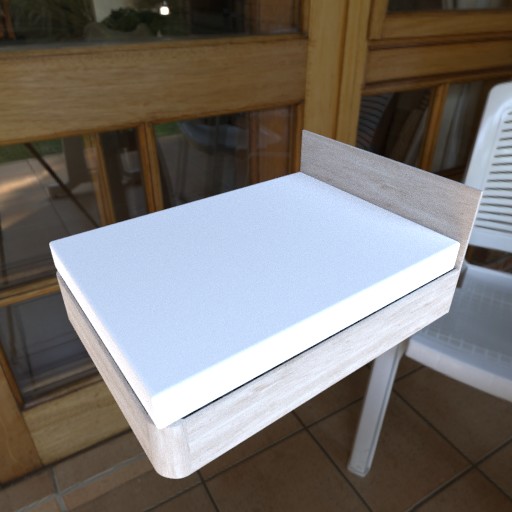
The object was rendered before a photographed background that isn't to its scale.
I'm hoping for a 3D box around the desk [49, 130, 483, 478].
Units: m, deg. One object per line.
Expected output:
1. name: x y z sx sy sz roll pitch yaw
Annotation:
1. desk: 0.000 0.000 2.513 1.900 0.800 1.400 -21 37 -30
